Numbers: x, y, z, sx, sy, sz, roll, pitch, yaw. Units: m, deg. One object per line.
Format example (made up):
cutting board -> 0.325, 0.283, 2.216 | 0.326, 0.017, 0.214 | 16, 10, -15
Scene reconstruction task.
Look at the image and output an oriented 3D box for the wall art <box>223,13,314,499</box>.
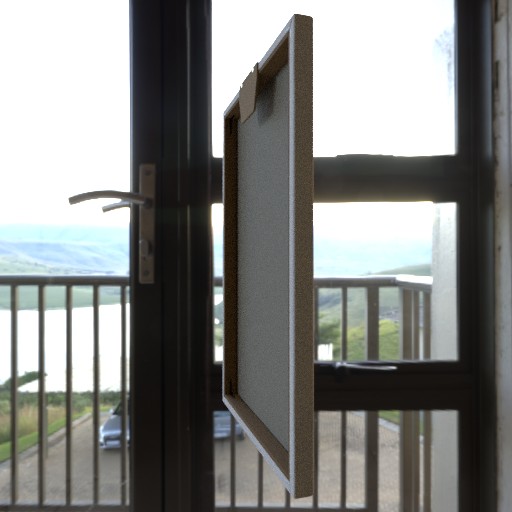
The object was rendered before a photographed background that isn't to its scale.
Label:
wall art -> 0.000, 0.000, 1.124 | 0.048, 0.916, 0.602 | 0, 0, -17
